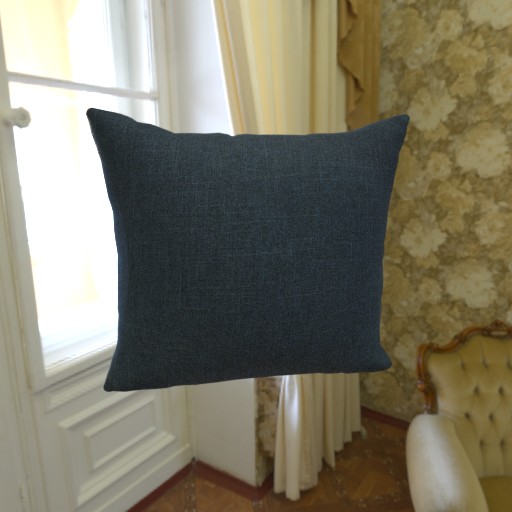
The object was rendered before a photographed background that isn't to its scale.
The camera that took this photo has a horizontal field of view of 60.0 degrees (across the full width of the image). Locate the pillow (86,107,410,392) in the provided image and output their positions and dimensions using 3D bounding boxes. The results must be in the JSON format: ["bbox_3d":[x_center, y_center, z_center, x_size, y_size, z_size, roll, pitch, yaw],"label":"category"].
[{"bbox_3d":[0.000,0.000,0.776,0.546,0.487,0.180,-2,13,-10],"label":"pillow"}]
